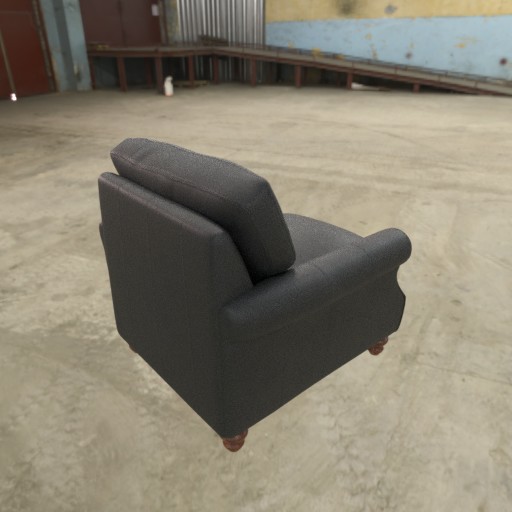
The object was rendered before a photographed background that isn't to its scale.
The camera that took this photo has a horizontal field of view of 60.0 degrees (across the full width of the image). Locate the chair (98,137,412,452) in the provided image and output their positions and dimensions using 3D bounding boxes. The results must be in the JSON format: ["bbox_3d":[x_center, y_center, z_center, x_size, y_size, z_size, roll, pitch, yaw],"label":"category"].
[{"bbox_3d":[0.000,0.000,1.808,1.027,0.960,1.015,-18,31,-32],"label":"chair"}]
